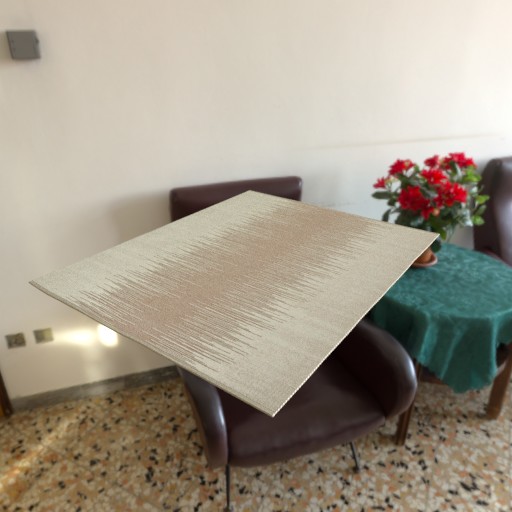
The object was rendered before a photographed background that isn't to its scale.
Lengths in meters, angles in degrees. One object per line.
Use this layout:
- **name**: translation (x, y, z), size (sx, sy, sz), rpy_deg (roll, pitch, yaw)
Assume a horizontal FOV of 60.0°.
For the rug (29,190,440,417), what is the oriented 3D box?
- **rug**: translation (0.000, 0.000, 4.094), size (2.438, 0.013, 3.048), rpy_deg (18, 32, 32)
